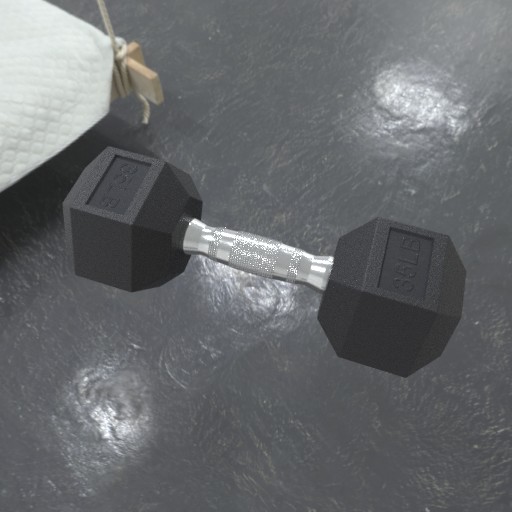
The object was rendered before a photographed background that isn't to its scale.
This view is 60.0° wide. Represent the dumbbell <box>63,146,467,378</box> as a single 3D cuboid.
[{"bbox_3d":[0.000,0.000,0.420,0.356,0.123,0.141,16,63,8],"label":"dumbbell"}]
